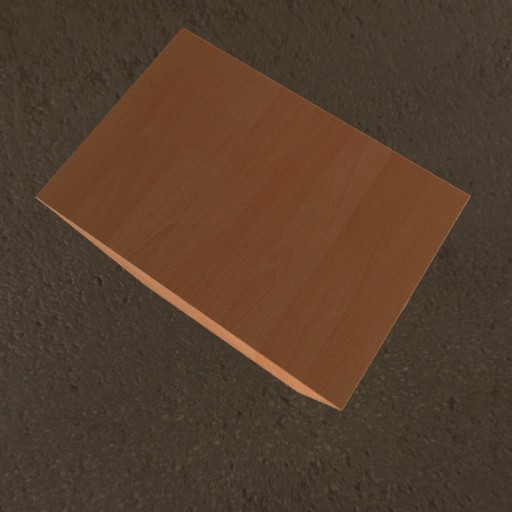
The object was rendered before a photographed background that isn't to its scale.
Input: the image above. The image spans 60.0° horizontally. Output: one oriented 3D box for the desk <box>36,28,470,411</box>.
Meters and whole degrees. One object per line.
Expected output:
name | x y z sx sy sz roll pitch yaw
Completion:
desk | 0.000 0.000 1.078 0.600 0.730 0.404 33 78 8
